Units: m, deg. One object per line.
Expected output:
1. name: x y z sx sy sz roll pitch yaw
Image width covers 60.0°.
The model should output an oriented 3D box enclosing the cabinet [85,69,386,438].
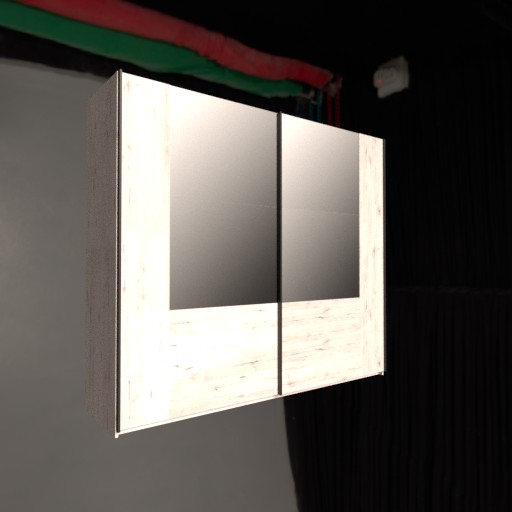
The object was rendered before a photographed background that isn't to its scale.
1. cabinet: 0.000 0.000 3.611 2.500 2.180 0.660 1 -1 -37
